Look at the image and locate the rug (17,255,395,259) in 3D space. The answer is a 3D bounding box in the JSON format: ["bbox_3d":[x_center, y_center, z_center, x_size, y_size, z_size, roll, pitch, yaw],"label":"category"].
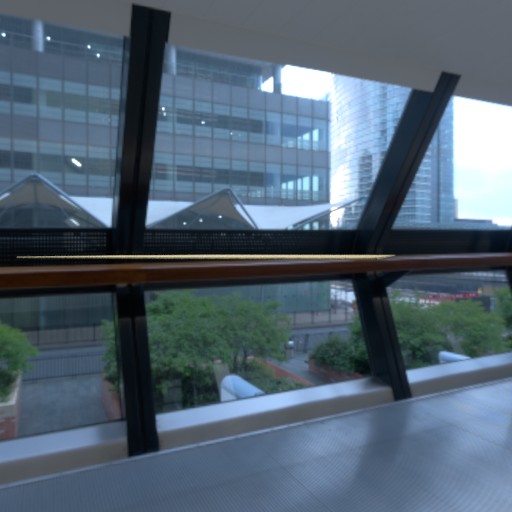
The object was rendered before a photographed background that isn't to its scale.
[{"bbox_3d":[0.000,0.000,4.214,2.437,0.014,3.201,0,0,19],"label":"rug"}]
